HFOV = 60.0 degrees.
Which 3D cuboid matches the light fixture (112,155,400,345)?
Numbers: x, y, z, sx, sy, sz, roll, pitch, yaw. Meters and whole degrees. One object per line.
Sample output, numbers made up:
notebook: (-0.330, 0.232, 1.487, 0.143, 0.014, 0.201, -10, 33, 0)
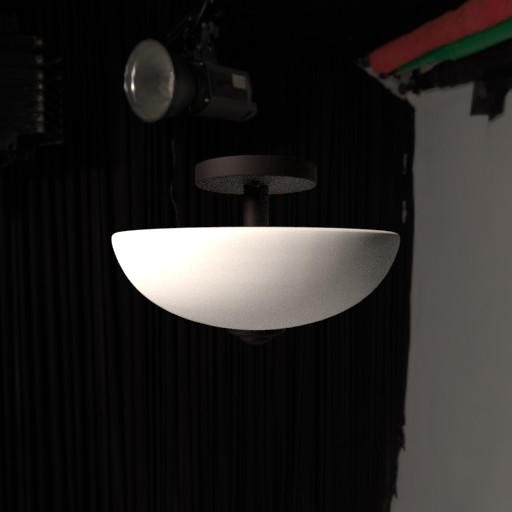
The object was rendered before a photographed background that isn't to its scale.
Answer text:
light fixture: (0.000, 0.000, 0.535, 0.331, 0.212, 0.331, 0, 0, 0)
